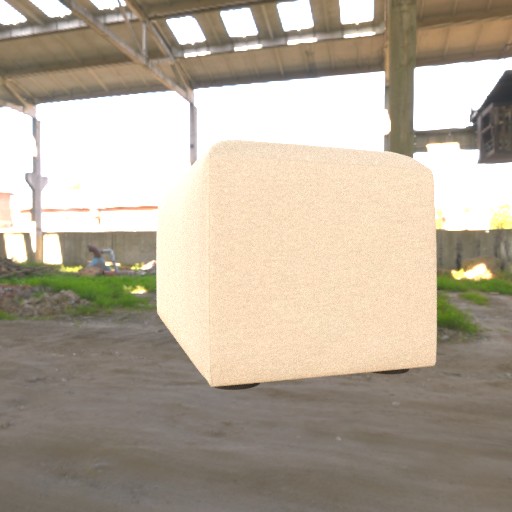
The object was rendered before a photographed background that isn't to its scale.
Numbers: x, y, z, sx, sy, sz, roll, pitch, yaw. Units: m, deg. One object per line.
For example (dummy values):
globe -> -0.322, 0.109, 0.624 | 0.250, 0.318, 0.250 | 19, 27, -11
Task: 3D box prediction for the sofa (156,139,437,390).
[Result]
sofa -> 0.000, 0.000, 1.247 | 0.480, 0.470, 0.930 | 0, 1, -18
